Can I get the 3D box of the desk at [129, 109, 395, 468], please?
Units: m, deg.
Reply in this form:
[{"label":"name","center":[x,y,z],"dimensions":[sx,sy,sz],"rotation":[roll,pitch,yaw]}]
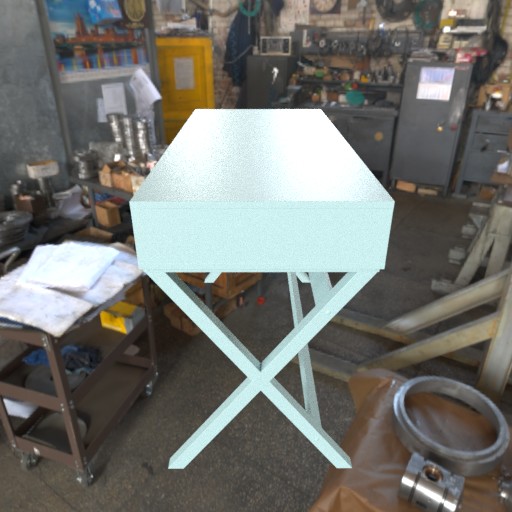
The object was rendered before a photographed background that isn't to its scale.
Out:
[{"label":"desk","center":[0.000,0.000,1.490],"dimensions":[0.525,0.780,1.057],"rotation":[0,27,0]}]
